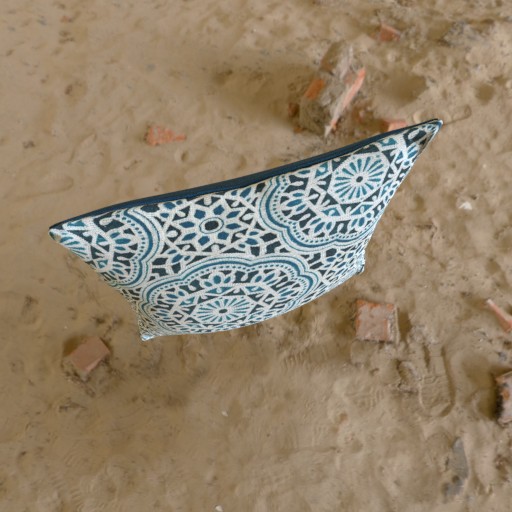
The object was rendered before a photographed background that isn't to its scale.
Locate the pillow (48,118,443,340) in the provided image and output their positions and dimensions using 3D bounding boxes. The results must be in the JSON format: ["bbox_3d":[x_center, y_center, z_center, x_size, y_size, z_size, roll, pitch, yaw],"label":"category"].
[{"bbox_3d":[0.000,0.000,0.648,0.440,0.420,0.145,-17,65,-8],"label":"pillow"}]
